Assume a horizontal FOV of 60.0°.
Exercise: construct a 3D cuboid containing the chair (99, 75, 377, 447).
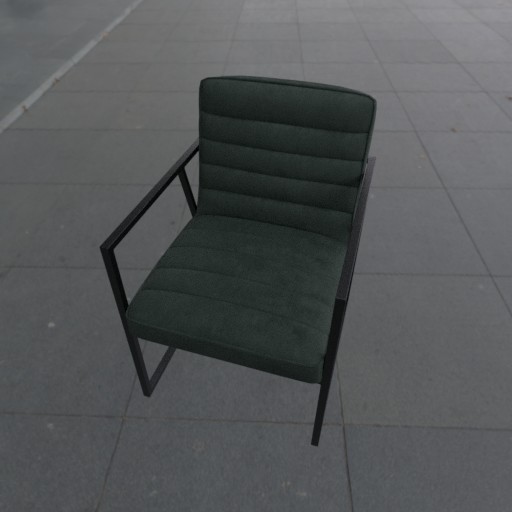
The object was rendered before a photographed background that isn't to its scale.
[{"bbox_3d":[0.000,0.000,1.313,0.571,0.833,0.677,12,42,13],"label":"chair"}]
